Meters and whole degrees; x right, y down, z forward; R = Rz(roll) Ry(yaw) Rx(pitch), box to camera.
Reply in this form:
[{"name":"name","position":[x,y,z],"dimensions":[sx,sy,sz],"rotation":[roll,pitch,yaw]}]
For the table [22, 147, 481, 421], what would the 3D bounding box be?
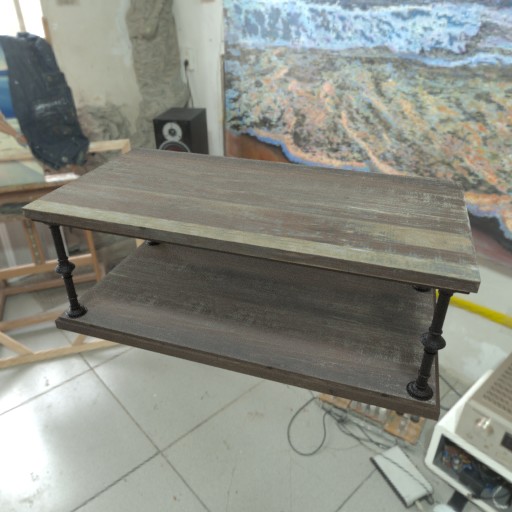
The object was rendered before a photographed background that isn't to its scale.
[{"name":"table","position":[0.000,0.000,1.322],"dimensions":[1.088,0.399,0.554],"rotation":[9,32,16]}]
